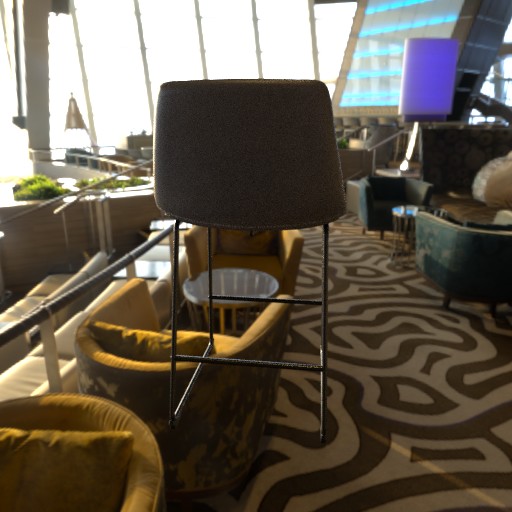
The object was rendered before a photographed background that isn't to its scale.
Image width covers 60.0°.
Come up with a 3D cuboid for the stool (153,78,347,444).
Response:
[{"bbox_3d":[0.000,0.000,1.225,0.470,0.876,0.546,2,18,7],"label":"stool"}]
